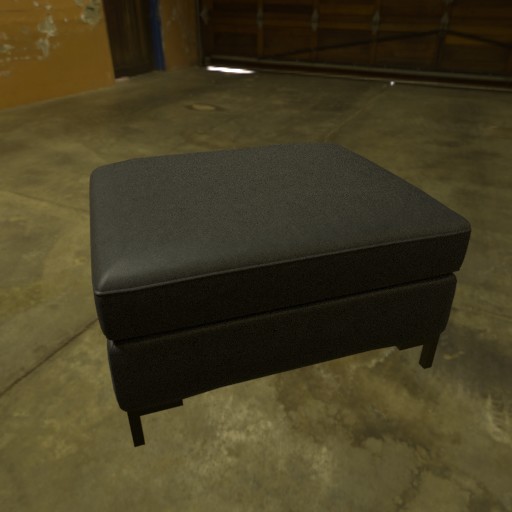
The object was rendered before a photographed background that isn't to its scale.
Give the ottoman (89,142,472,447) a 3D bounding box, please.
[{"bbox_3d":[0.000,0.000,1.784,1.187,0.696,0.967,-9,32,-16],"label":"ottoman"}]
